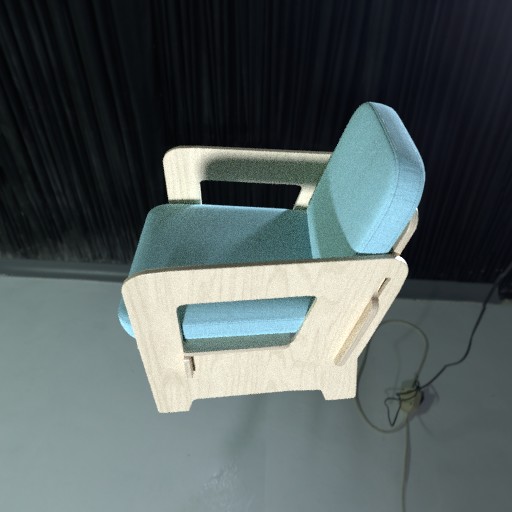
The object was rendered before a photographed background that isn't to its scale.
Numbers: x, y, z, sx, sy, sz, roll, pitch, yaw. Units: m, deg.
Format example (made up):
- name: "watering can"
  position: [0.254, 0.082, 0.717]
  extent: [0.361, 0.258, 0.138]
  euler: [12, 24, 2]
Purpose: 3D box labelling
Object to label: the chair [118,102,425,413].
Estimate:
- name: "chair"
  position: [0.000, 0.000, 1.285]
  extent: [0.710, 0.800, 0.590]
  euler: [0, 41, 0]
